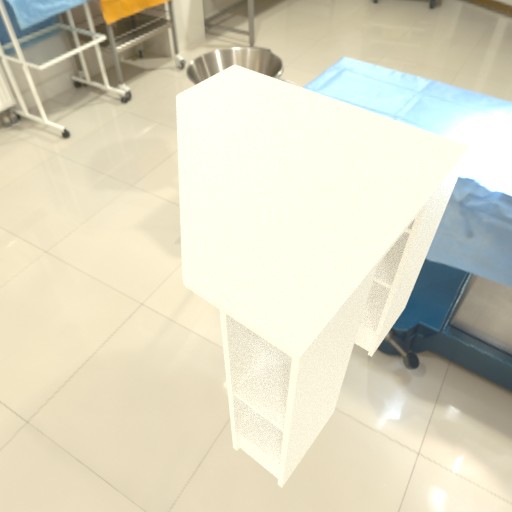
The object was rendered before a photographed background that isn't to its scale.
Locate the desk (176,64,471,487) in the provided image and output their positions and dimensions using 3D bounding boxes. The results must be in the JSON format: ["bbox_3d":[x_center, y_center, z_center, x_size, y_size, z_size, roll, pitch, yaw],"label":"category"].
[{"bbox_3d":[0.000,0.000,1.598,0.940,0.818,0.926,30,53,25],"label":"desk"}]
